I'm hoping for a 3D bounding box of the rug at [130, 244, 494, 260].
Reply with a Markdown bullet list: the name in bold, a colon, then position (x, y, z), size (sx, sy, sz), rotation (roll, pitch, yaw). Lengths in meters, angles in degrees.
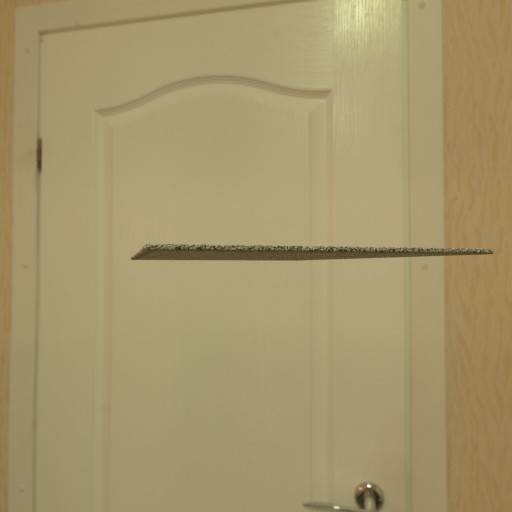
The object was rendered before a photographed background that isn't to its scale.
- **rug**: position (0.000, 0.000, 3.361), size (1.778, 0.030, 2.743), rotation (0, -1, -17)
